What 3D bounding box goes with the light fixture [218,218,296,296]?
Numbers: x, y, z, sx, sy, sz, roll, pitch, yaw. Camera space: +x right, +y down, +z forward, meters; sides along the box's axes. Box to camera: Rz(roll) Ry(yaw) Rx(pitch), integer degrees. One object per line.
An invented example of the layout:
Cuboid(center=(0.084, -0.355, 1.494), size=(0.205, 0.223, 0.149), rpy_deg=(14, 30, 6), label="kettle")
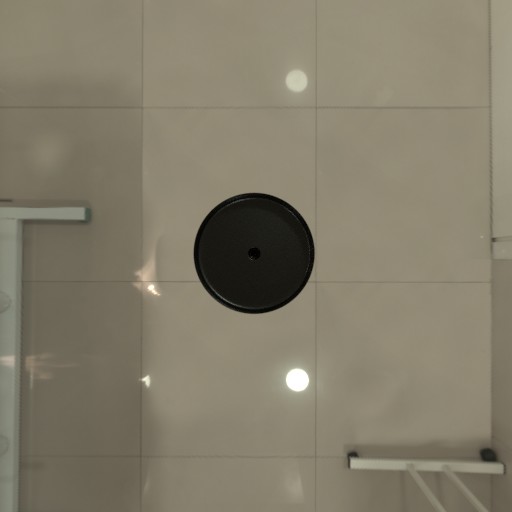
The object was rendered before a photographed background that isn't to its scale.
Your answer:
Cuboid(center=(0.000, 0.000, 1.807), size=(0.430, 1.606, 0.430), rpy_deg=(0, 90, 0), label="light fixture")
